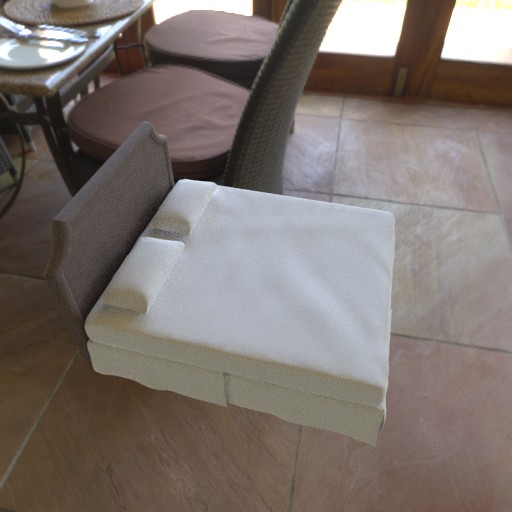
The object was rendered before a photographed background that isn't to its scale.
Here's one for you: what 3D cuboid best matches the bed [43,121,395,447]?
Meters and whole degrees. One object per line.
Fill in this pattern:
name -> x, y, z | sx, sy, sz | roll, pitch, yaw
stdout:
bed -> 0.000, 0.000, 4.186 | 2.773, 1.590, 2.350 | 10, 45, 10
